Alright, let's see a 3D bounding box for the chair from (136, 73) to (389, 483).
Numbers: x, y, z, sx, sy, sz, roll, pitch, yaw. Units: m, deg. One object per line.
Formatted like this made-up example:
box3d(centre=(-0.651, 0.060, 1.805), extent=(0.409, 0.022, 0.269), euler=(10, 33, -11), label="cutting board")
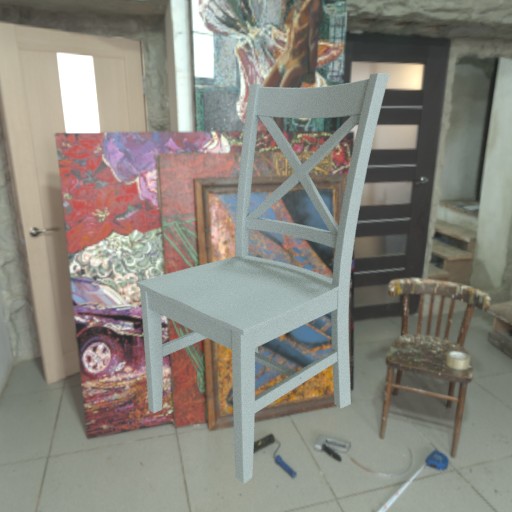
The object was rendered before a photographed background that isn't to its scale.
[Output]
box3d(centre=(0.000, 0.000, 1.285), extent=(0.485, 0.983, 0.542), euler=(16, 23, 42), label="chair")
